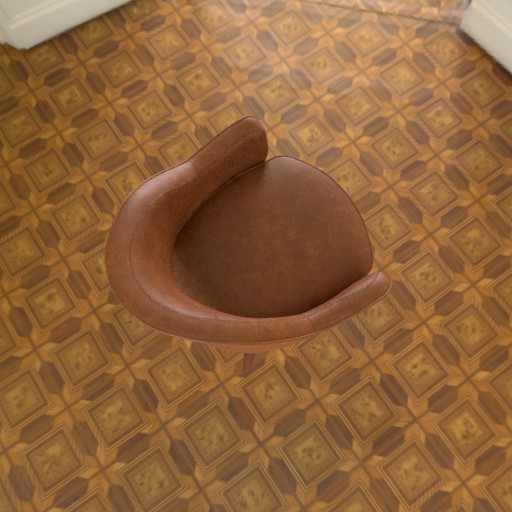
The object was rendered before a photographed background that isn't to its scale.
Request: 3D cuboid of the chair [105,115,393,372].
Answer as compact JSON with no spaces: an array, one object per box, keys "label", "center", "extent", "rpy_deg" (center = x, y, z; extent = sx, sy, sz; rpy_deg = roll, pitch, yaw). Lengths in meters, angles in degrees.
[{"label":"chair","center":[0.000,0.000,1.246],"extent":[0.640,0.777,0.591],"rpy_deg":[-34,78,-9]}]
